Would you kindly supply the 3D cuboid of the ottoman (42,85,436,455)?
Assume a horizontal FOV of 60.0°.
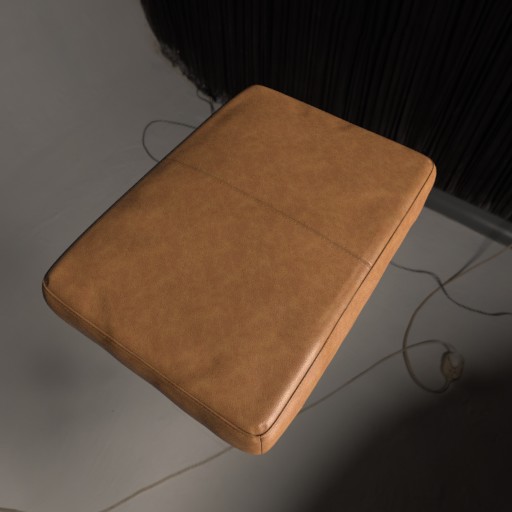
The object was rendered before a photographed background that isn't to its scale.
[{"bbox_3d":[0.000,0.000,1.193,0.630,0.461,0.869,30,62,18],"label":"ottoman"}]
